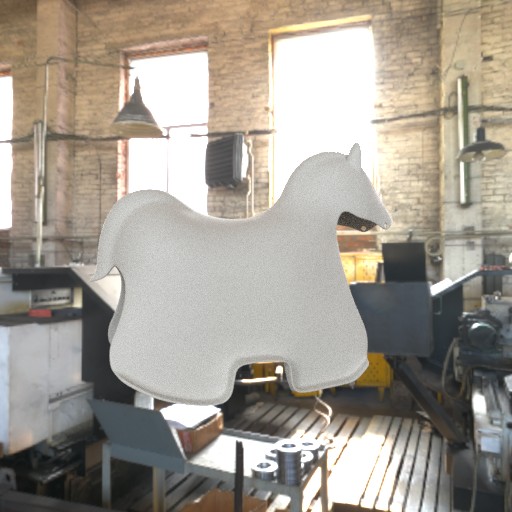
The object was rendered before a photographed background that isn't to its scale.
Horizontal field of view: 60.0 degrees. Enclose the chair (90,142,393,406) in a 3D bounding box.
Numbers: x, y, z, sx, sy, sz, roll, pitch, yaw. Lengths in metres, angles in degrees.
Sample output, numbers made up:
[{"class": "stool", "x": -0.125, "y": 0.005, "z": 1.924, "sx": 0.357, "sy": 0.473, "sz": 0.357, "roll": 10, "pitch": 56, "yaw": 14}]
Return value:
[{"class": "chair", "x": 0.000, "y": 0.000, "z": 1.142, "sx": 0.800, "sy": 0.612, "sz": 0.429, "roll": 0, "pitch": -1, "yaw": -19}]
